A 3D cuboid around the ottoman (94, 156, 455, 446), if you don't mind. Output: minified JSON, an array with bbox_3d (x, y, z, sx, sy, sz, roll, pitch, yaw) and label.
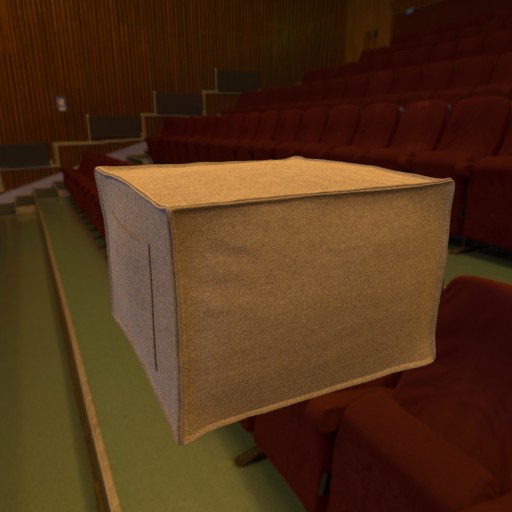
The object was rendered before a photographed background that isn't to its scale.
[{"bbox_3d":[0.000,0.000,1.176,0.696,0.470,0.707,-9,19,-27],"label":"ottoman"}]
